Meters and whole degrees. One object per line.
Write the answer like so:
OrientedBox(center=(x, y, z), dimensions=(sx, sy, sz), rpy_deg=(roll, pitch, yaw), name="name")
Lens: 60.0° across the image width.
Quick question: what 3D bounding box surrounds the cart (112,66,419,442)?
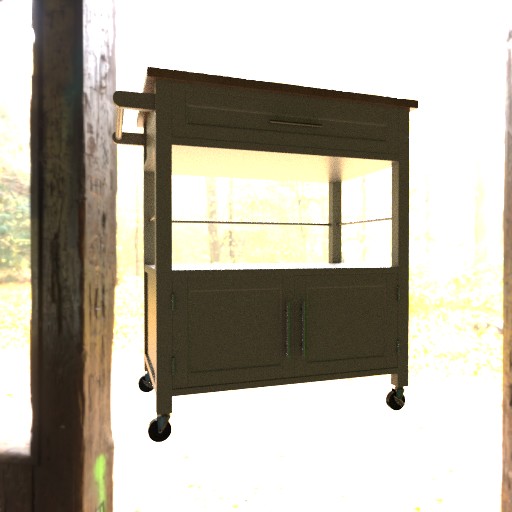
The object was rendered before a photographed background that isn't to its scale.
OrientedBox(center=(0.000, 0.000, 1.368), dimensions=(0.840, 0.901, 0.459), rpy_deg=(0, 1, -18), name="cart")
